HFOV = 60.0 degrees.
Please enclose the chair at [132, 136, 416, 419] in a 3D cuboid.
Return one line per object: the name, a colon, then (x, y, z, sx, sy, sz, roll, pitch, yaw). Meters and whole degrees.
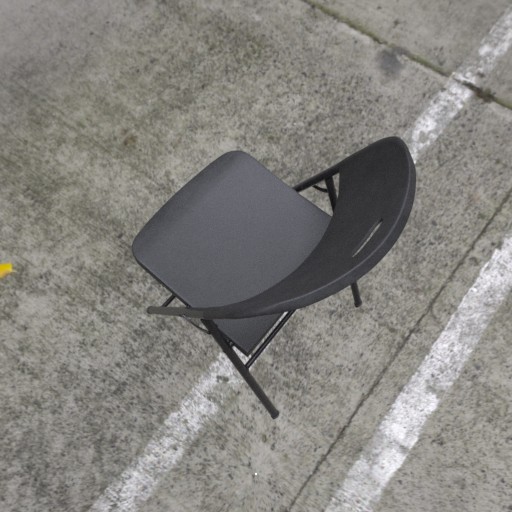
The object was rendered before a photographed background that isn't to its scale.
chair: (0.000, 0.000, 1.149, 0.566, 0.810, 0.494, 36, 69, 16)
